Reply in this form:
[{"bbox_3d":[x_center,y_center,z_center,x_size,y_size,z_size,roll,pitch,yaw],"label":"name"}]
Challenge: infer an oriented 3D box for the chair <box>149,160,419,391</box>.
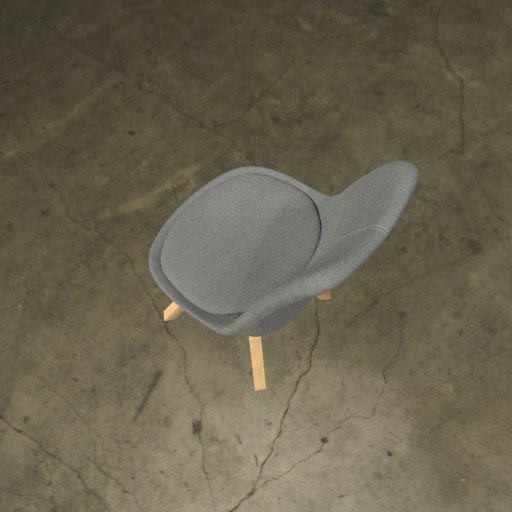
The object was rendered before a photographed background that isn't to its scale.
[{"bbox_3d":[0.000,0.000,1.173,0.549,0.863,0.474,34,68,16],"label":"chair"}]
